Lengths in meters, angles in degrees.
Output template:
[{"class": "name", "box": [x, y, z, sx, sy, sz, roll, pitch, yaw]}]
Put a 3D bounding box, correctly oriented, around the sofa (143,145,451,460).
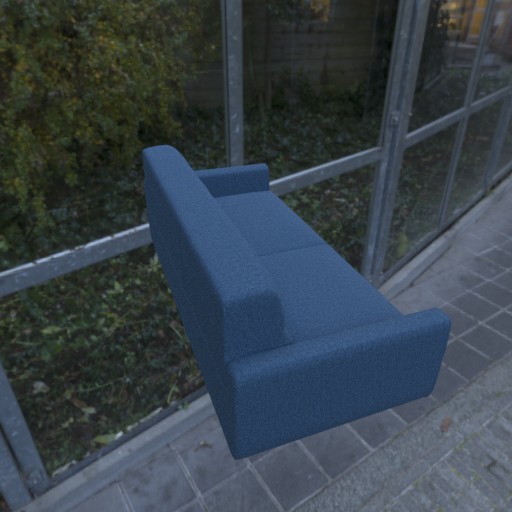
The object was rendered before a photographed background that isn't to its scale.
[{"class": "sofa", "box": [0.000, 0.000, 2.532, 0.942, 0.884, 2.055, -11, 32, -18]}]
